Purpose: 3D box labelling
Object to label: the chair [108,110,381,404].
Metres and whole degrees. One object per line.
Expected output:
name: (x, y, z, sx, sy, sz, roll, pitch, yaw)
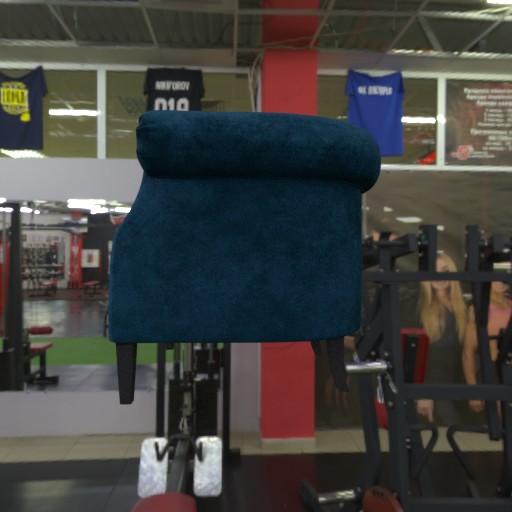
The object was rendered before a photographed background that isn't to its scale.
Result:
chair: (0.000, 0.000, 1.606, 0.851, 0.826, 0.904, 0, 1, -1)
